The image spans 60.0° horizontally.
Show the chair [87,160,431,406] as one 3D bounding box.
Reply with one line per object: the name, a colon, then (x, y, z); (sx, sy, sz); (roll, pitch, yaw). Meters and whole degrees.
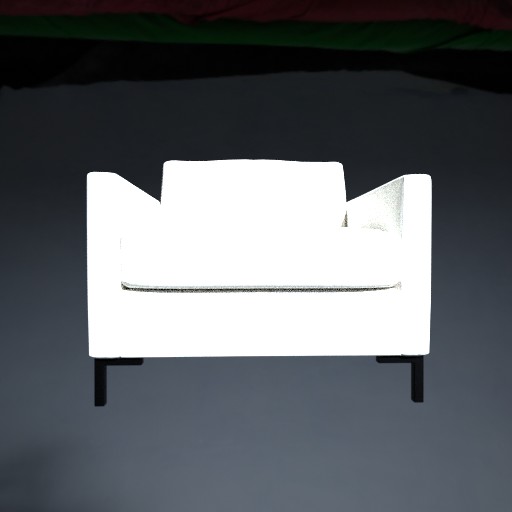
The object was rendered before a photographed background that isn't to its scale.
chair: (0.000, 0.000, 1.597); (0.964, 0.806, 0.875); (0, 0, -2)
